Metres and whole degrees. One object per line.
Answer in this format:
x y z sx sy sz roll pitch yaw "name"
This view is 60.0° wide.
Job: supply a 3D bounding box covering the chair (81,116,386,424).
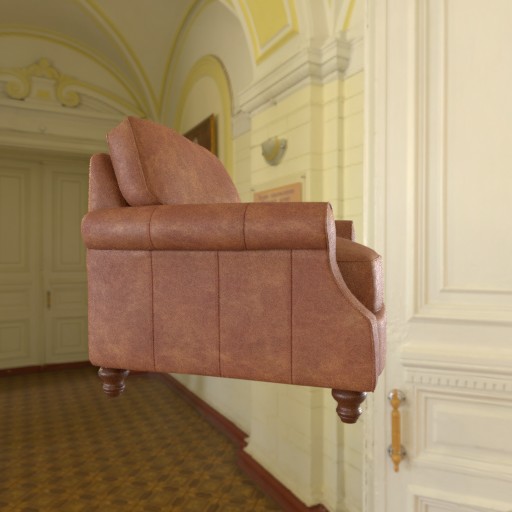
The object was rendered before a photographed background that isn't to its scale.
0.000 0.000 1.742 0.986 0.962 0.983 0 1 17 "chair"
